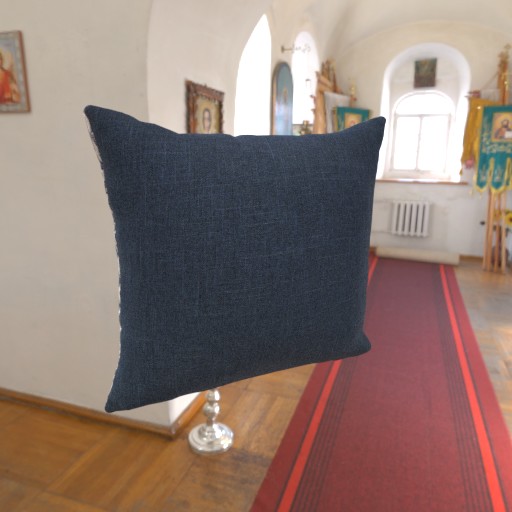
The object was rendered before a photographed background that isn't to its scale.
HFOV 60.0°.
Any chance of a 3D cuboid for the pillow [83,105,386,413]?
[{"bbox_3d":[0.000,0.000,0.779,0.546,0.487,0.180,-7,16,-25],"label":"pillow"}]
